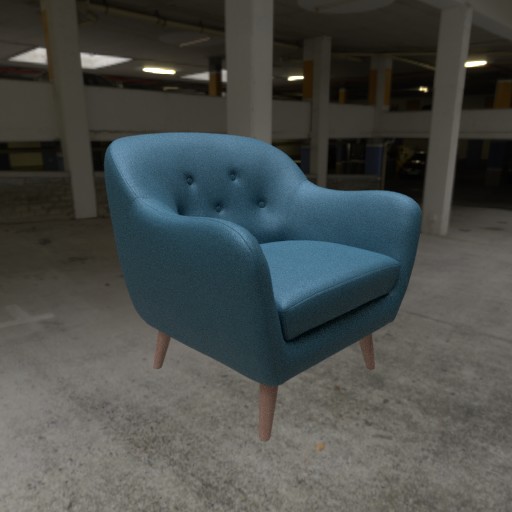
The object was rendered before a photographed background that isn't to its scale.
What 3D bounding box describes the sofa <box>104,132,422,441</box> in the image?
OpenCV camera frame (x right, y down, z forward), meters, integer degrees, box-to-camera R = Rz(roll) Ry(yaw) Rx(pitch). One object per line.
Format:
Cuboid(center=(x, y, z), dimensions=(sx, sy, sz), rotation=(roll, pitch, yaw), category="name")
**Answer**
Cuboid(center=(0.000, 0.000, 1.523), dimensions=(0.836, 0.817, 0.825), rotation=(-15, 21, -42), category="sofa")
